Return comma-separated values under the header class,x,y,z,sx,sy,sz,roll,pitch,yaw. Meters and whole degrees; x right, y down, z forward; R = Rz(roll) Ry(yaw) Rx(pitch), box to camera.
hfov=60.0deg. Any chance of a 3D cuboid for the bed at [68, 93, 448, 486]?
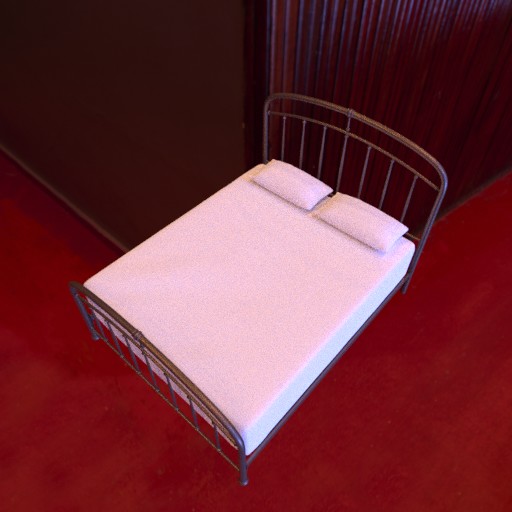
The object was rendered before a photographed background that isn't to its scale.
class,x,y,z,sx,sy,sz,roll,pitch,yaw
bed,0.000,0.000,3.269,1.711,1.475,2.168,33,56,27
